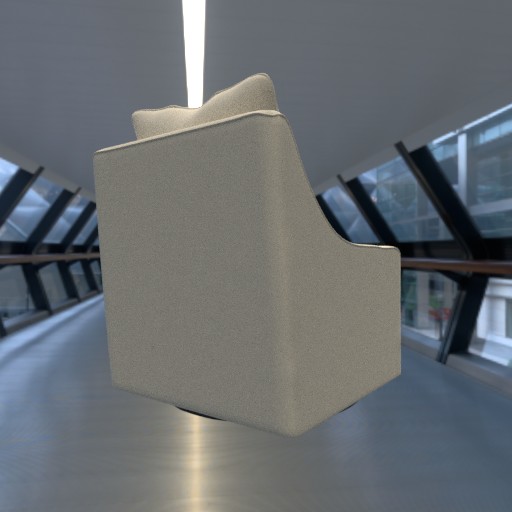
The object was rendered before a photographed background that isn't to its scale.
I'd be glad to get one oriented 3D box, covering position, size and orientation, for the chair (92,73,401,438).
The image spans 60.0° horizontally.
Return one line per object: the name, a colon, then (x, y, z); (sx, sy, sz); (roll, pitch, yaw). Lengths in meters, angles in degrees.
chair: (0.000, 0.000, 1.589); (0.756, 0.965, 0.876); (0, -1, 37)
